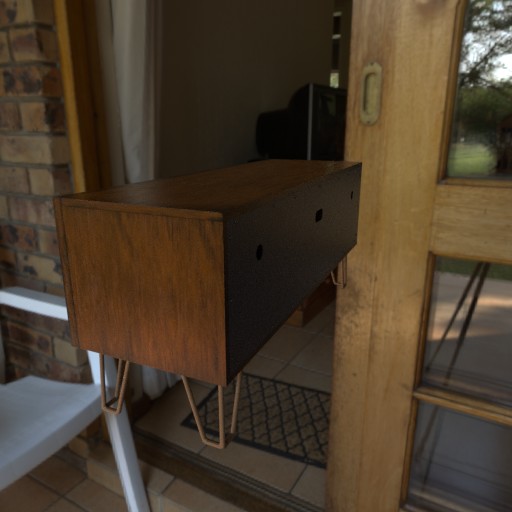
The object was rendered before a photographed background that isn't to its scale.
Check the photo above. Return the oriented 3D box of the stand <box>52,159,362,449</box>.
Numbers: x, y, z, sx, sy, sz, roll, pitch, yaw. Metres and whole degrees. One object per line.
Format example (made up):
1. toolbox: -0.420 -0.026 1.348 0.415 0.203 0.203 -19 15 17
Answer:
1. stand: 0.000 0.000 1.666 0.481 0.610 1.372 7 18 23
